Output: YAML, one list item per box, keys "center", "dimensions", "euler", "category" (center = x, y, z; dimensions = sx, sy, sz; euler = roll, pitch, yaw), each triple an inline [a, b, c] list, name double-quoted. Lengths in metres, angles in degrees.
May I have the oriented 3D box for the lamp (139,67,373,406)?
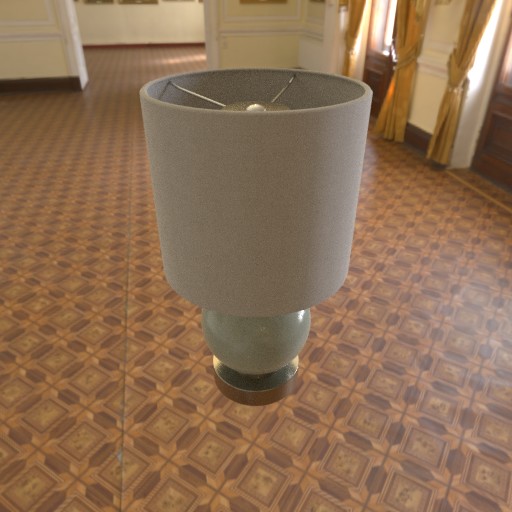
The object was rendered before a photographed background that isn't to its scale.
- center: [0.000, 0.000, 0.482]
  dimensions: [0.201, 0.353, 0.201]
  euler: [0, 31, 0]
  category: "lamp"
